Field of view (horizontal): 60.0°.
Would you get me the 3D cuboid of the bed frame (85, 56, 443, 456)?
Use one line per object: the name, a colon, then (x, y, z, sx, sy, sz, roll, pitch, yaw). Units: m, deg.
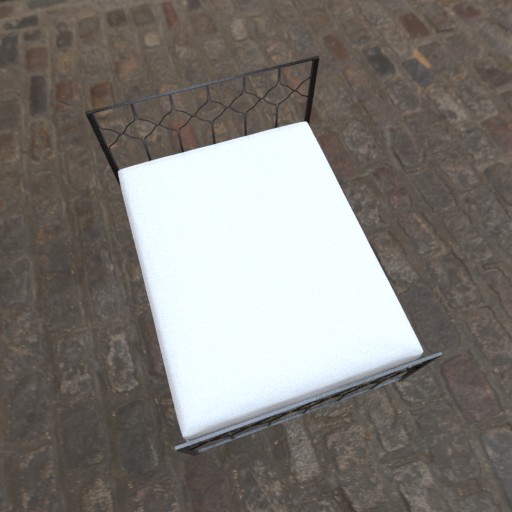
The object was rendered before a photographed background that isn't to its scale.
bed frame: (0.000, 0.000, 3.045, 1.597, 1.222, 2.063, -17, 65, -8)
